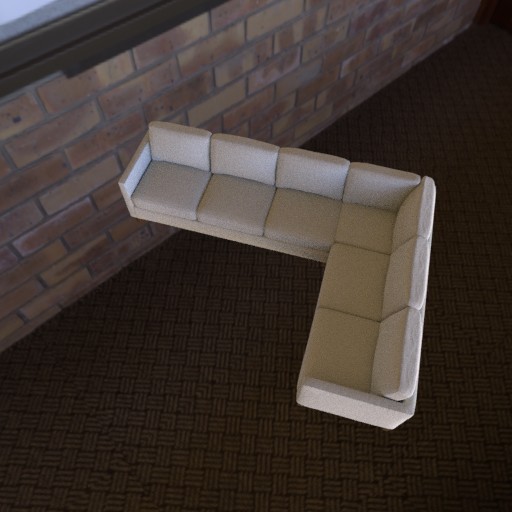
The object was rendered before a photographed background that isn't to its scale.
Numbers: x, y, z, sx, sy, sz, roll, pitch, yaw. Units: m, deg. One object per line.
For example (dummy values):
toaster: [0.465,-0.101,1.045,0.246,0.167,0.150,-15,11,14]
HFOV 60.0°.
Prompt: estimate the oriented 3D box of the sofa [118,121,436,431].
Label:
sofa: [0.000,0.000,4.562,3.333,0.934,2.522,14,60,8]
